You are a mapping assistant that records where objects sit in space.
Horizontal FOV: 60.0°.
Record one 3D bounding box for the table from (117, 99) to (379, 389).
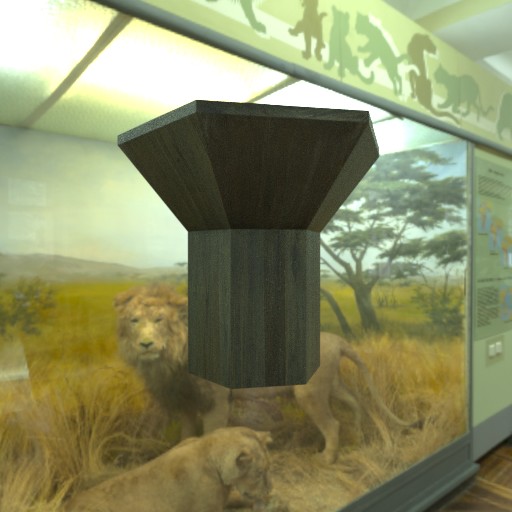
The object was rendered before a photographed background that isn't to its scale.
[{"bbox_3d":[0.000,0.000,1.143,0.592,0.586,0.683,0,1,19],"label":"table"}]
